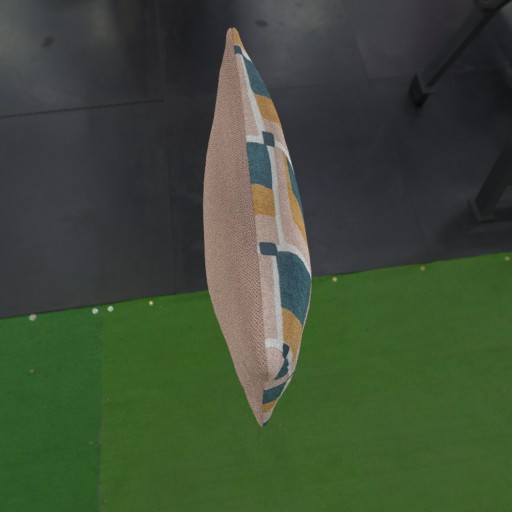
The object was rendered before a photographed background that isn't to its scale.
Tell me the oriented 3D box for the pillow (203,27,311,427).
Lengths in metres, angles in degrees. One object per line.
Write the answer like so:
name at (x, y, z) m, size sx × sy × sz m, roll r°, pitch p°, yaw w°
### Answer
pillow at (0.000, 0.000, 0.718) m, size 0.158 × 0.479 × 0.478 m, roll -5°, pitch 64°, yaw -2°
